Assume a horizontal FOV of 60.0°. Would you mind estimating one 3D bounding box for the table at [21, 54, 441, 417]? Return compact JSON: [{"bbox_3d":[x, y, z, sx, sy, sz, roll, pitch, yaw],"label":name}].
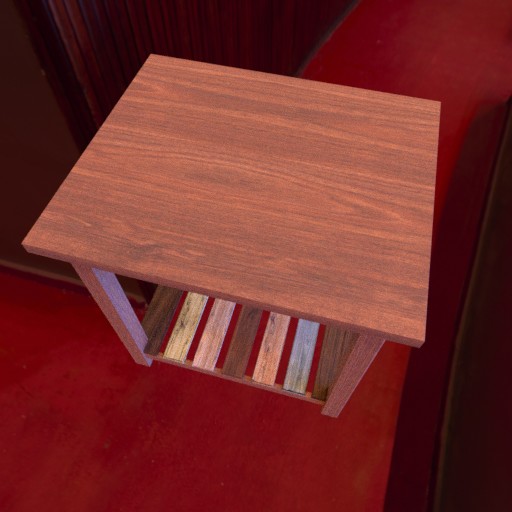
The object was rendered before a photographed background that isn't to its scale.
[{"bbox_3d":[0.000,0.000,1.105,0.660,0.635,0.559,13,58,8],"label":"table"}]
